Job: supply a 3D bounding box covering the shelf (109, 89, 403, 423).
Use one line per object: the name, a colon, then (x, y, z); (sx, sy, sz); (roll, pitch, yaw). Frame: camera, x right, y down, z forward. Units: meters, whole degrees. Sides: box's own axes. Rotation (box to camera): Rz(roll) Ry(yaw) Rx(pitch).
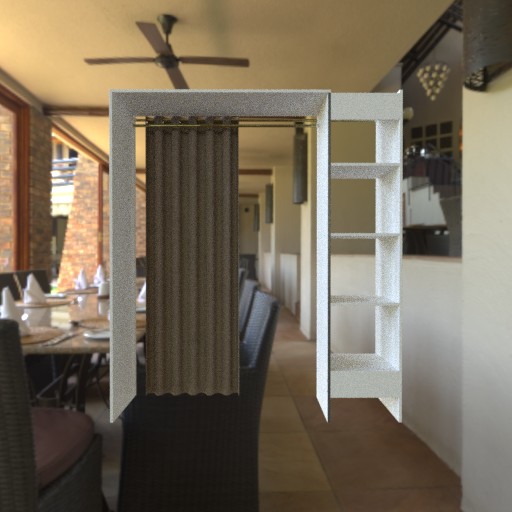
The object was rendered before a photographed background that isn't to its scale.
shelf: (0.000, 0.000, 2.670); (1.600, 1.820, 0.500); (0, 1, 0)
